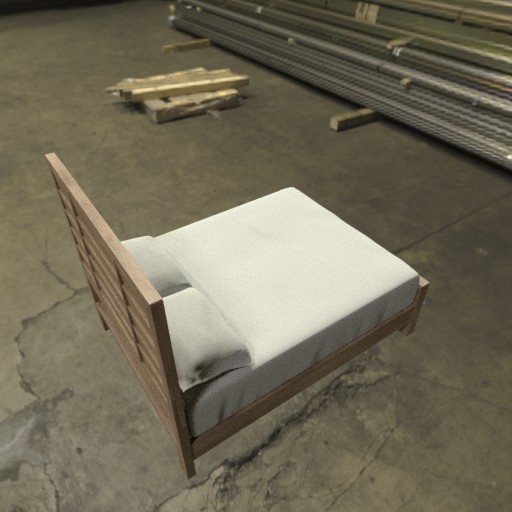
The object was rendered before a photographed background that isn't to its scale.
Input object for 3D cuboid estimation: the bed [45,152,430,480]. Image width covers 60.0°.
[{"bbox_3d":[0.000,0.000,3.341,2.197,1.626,1.626,-24,45,-26],"label":"bed"}]
